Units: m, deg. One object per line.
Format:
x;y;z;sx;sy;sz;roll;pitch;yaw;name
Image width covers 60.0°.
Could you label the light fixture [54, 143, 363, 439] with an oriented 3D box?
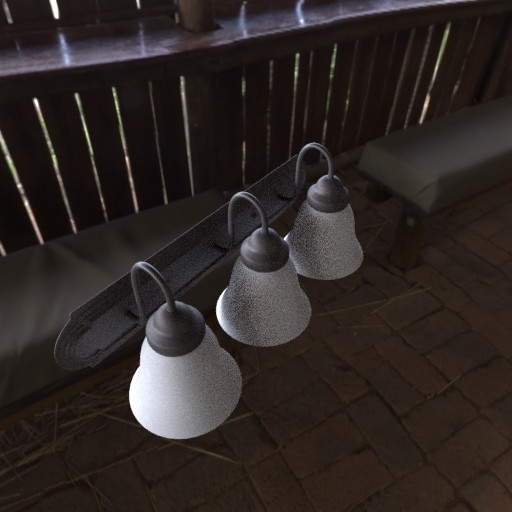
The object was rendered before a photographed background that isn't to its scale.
0.000;0.000;0.705;0.199;0.222;0.610;27;48;27;light fixture
